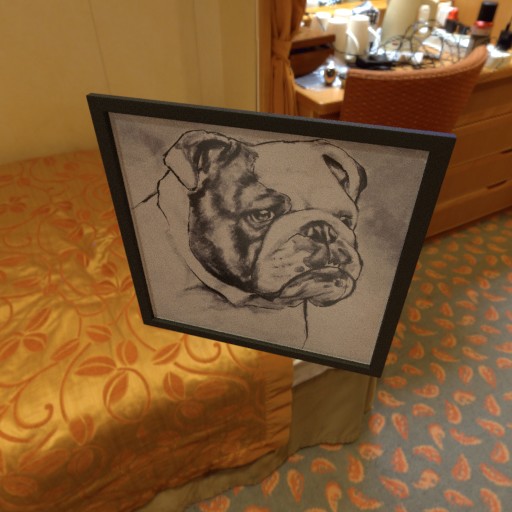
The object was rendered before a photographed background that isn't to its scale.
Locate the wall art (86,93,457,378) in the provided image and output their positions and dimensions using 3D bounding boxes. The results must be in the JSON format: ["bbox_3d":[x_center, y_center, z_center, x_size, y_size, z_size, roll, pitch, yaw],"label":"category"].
[{"bbox_3d":[0.000,0.000,0.988,0.663,0.659,0.016,10,42,12],"label":"wall art"}]
